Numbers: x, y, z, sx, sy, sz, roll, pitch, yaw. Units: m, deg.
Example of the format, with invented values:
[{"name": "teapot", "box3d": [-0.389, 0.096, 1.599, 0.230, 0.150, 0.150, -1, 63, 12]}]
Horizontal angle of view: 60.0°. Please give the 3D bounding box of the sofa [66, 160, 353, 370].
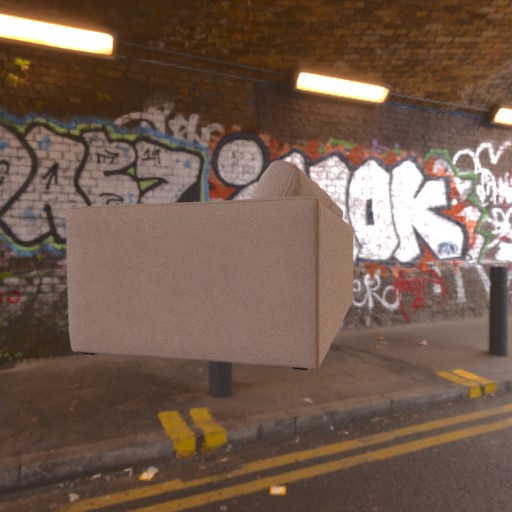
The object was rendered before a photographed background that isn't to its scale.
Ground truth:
[{"name": "sofa", "box3d": [0.000, 0.000, 2.815, 1.090, 0.838, 2.588, 0, 1, 16]}]
